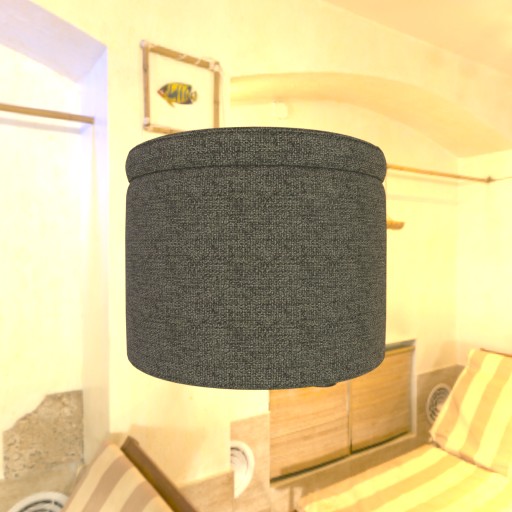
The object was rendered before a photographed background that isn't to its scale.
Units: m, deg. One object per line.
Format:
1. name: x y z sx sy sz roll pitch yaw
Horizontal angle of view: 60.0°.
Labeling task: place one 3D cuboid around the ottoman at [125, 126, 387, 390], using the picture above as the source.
1. ottoman: 0.000 0.000 0.918 0.520 0.430 0.520 0 1 0
